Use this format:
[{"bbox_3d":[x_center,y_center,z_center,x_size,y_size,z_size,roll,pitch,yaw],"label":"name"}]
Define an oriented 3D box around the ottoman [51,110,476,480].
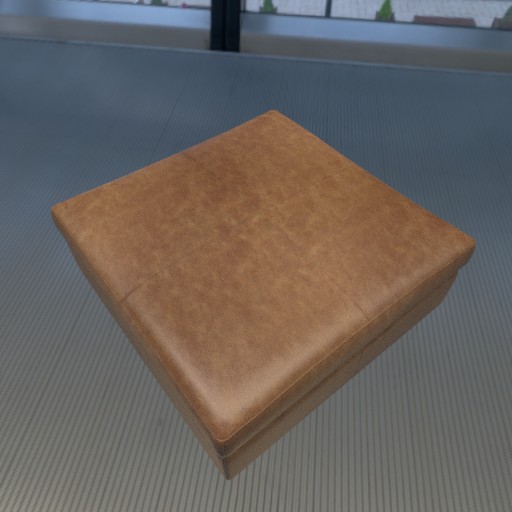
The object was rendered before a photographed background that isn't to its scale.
[{"bbox_3d":[0.000,0.000,1.807,1.169,0.483,1.168,-31,56,-24],"label":"ottoman"}]
